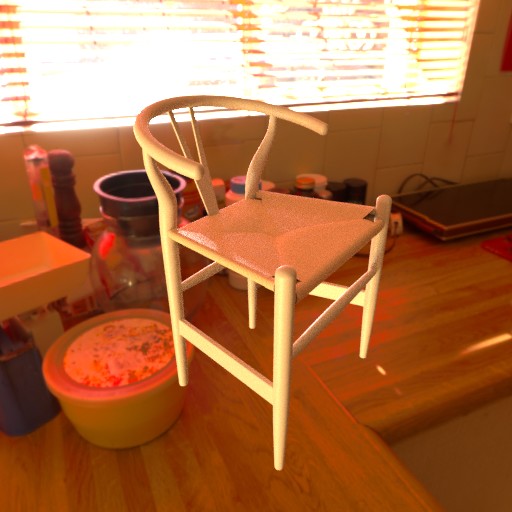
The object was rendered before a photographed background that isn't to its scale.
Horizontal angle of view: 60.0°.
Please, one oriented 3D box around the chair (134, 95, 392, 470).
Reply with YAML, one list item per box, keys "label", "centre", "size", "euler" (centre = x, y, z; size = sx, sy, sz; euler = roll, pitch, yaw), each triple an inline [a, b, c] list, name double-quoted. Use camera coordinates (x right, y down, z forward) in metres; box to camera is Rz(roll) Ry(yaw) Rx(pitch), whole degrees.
- label: "chair"
  centre: [0.000, 0.000, 1.127]
  size: [0.500, 0.736, 0.533]
  euler: [18, 32, 31]
